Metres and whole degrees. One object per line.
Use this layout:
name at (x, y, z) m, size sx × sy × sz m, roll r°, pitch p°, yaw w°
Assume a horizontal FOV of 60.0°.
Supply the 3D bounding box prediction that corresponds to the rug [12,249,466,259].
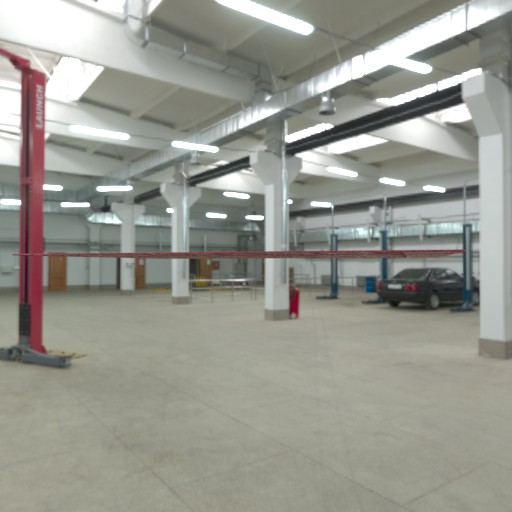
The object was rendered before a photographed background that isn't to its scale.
rug at (0.000, 0.000, 2.733) m, size 2.184 × 0.007 × 1.579 m, roll 0°, pitch -1°, yaw 19°
